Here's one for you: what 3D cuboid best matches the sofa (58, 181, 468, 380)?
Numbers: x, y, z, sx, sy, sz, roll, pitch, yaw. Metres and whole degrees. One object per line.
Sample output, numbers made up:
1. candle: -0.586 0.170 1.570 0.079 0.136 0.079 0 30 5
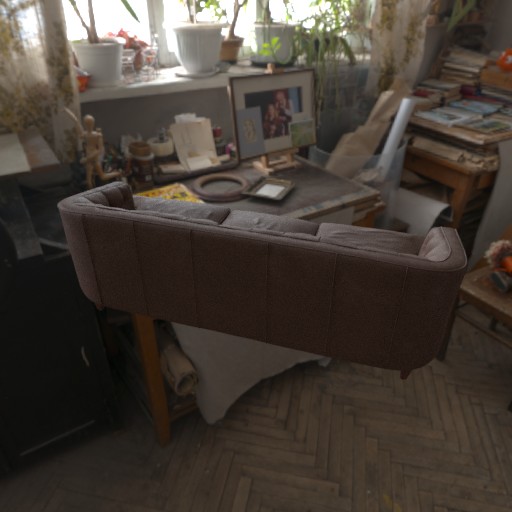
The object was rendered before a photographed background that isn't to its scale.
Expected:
1. sofa: 0.000 0.000 2.706 2.227 0.787 0.927 10 34 15
